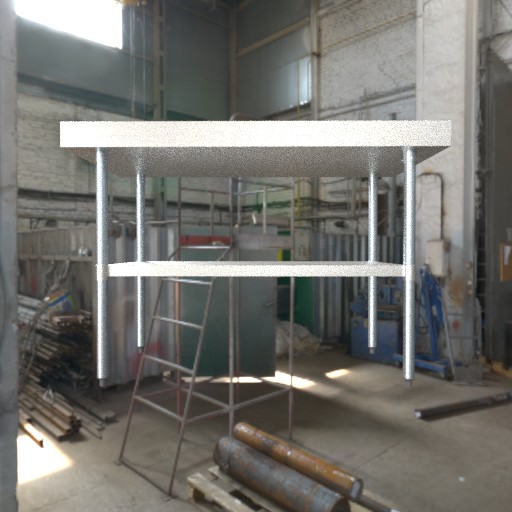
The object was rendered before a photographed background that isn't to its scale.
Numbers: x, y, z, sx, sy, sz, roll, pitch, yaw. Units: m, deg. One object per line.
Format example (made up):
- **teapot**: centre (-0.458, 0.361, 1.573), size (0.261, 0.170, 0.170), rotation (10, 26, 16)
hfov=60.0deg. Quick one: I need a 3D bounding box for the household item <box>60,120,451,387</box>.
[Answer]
- **household item**: centre (0.000, 0.000, 1.692), size (1.219, 0.851, 0.610), rotation (0, 1, 1)
